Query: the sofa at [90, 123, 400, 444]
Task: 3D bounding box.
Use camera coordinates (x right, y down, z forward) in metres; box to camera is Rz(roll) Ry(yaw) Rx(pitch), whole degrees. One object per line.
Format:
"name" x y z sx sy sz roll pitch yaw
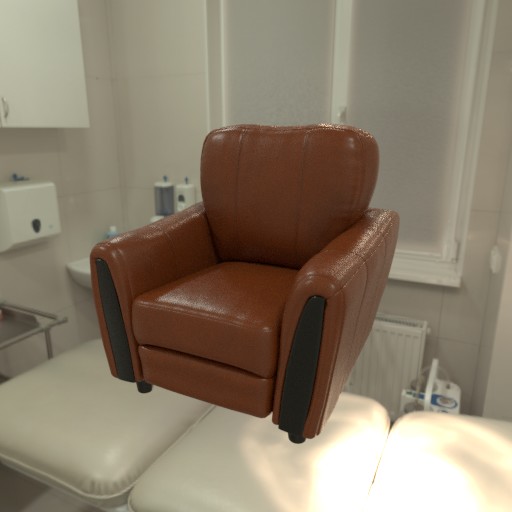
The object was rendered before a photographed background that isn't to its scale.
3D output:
"sofa" 0.000 0.000 1.525 0.836 0.876 0.789 8 18 25
